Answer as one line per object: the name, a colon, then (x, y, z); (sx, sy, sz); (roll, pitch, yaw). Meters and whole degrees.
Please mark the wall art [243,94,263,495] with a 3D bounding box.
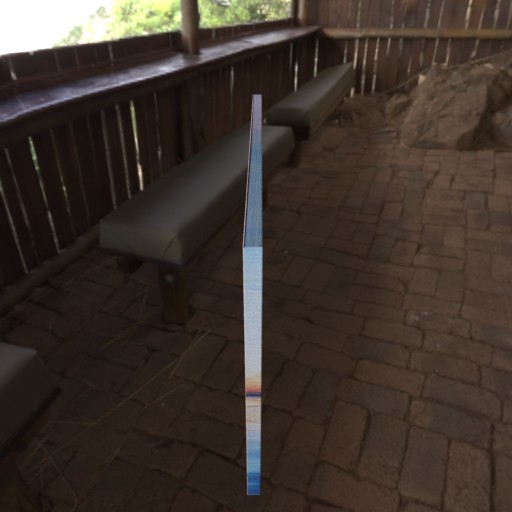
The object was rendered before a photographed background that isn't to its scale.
wall art: (0.000, 0.000, 1.435); (0.034, 0.756, 1.137); (0, 32, 0)
